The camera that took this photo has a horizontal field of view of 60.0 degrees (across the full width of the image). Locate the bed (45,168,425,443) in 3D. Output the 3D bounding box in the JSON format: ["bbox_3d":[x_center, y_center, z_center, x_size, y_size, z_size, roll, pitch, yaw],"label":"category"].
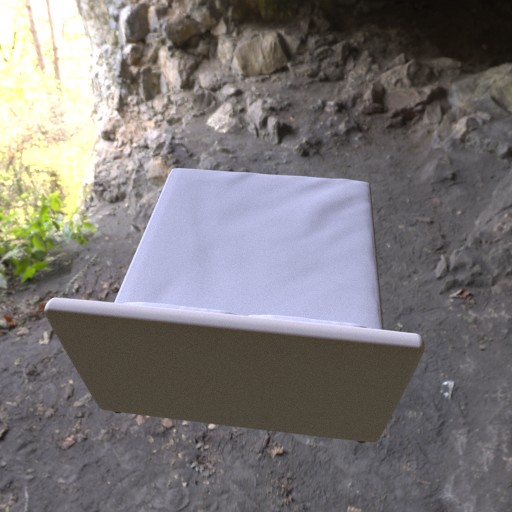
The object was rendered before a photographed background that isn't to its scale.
[{"bbox_3d":[0.000,0.000,3.559,2.119,1.317,2.341,5,47,5],"label":"bed"}]
